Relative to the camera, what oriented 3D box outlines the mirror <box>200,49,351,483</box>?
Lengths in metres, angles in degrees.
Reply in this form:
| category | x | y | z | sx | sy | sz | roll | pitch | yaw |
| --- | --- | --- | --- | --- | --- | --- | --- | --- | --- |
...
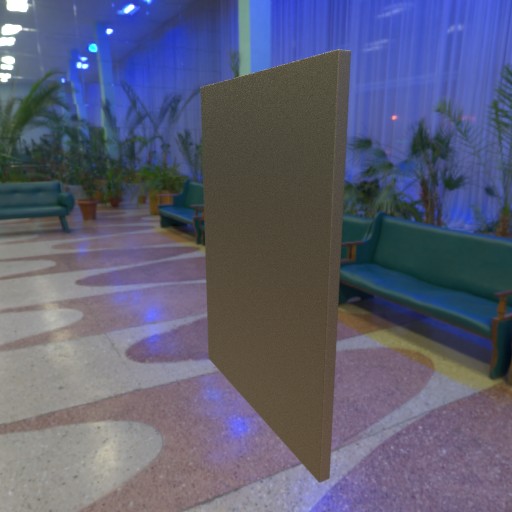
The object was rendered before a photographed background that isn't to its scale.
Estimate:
| category | x | y | z | sx | sy | sz | roll | pitch | yaw |
| --- | --- | --- | --- | --- | --- | --- | --- | --- | --- |
| mirror | 0.000 | 0.000 | 1.334 | 0.032 | 1.023 | 0.756 | -8 | 17 | -27 |
